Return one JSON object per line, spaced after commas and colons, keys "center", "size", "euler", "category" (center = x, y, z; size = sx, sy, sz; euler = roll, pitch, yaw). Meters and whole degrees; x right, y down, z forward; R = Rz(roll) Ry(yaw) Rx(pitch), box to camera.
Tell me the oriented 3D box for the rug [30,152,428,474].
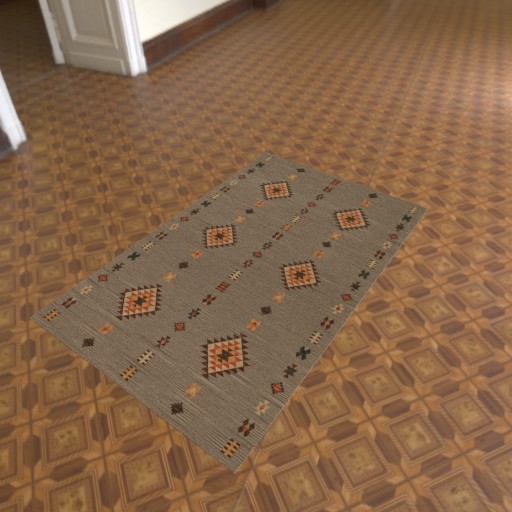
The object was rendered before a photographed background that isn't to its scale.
{"center": [0.000, 0.000, 2.997], "size": [1.515, 0.007, 2.427], "euler": [26, 48, 26], "category": "rug"}
